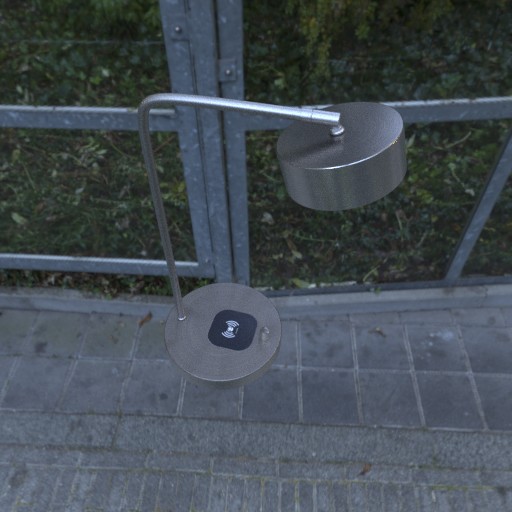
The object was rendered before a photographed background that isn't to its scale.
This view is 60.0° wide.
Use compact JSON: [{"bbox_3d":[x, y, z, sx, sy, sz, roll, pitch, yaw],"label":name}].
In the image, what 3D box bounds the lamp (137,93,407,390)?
[{"bbox_3d":[0.000,0.000,0.636,0.334,0.469,0.211,12,48,11],"label":"lamp"}]
